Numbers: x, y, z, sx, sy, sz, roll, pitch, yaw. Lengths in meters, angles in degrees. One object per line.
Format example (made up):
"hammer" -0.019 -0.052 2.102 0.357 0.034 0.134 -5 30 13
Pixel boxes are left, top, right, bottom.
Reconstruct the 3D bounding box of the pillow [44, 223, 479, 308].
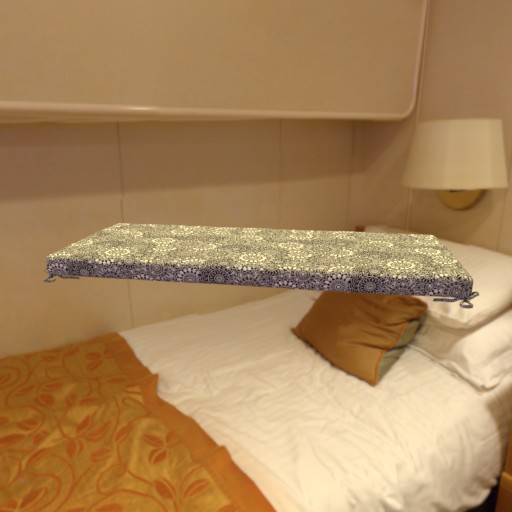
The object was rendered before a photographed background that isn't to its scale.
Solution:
"pillow" 0.000 0.000 1.360 1.187 0.081 0.492 3 17 9
